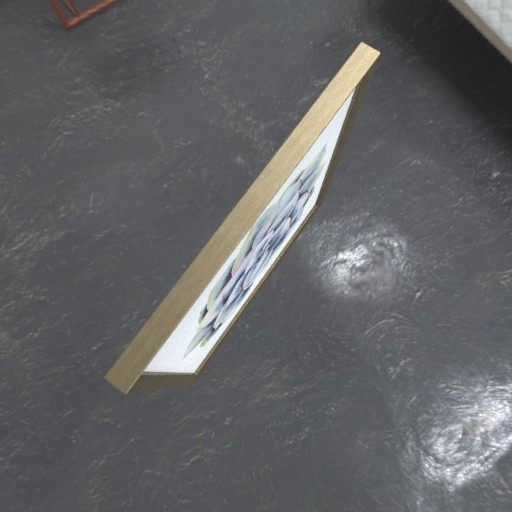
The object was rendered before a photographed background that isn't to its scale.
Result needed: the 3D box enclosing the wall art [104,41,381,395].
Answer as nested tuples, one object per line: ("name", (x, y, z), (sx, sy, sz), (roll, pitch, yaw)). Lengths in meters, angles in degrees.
("wall art", (0.000, 0.000, 0.750), (0.030, 0.506, 0.503), (34, 78, 9))
